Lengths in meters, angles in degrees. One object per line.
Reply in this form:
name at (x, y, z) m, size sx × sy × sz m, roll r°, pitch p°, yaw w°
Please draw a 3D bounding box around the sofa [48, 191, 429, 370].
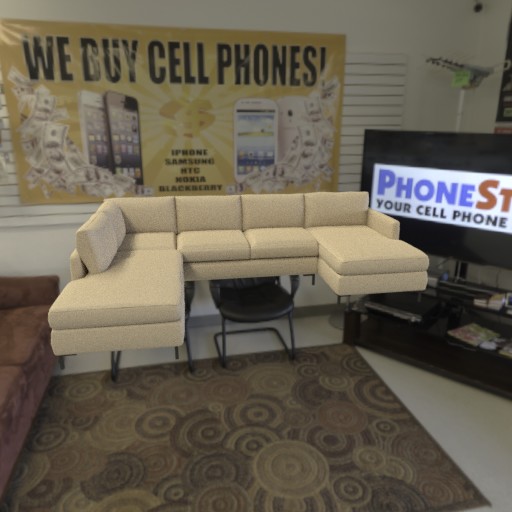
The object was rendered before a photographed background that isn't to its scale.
sofa at (0.000, 0.000, 3.609) m, size 2.737 × 0.756 × 1.879 m, roll -3°, pitch 17°, yaw -9°
